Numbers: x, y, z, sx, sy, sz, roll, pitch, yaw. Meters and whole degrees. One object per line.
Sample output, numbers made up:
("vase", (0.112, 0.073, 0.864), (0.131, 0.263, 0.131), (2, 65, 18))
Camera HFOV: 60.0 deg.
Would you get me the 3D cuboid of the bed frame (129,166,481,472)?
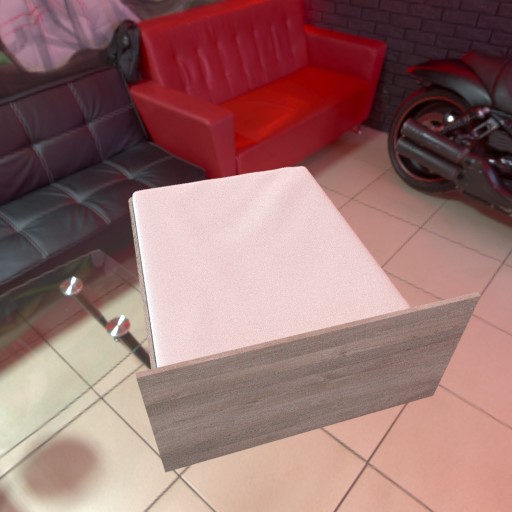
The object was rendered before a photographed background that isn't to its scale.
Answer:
("bed frame", (0.000, 0.000, 2.758), (1.490, 0.800, 1.950), (-11, 42, -12))
